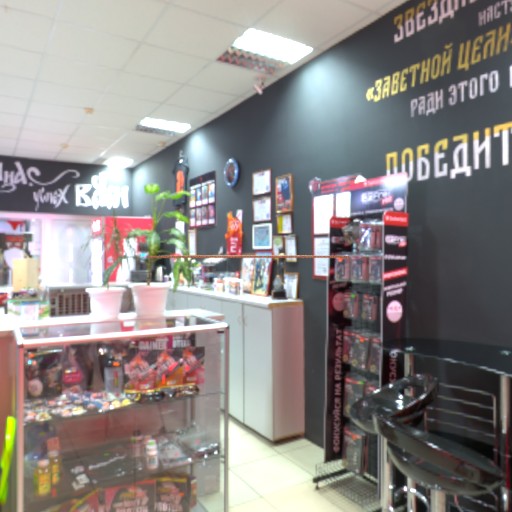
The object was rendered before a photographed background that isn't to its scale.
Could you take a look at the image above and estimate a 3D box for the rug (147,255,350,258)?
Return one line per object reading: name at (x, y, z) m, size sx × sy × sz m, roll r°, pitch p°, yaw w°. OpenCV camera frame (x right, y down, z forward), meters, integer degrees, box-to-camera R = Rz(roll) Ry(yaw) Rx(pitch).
rug at (0.000, 0.000, 2.714) m, size 0.686 × 0.006 × 2.437 m, roll 0°, pitch 0°, yaw 1°
